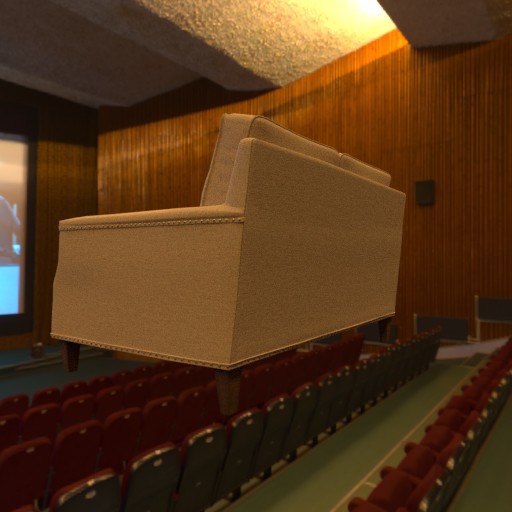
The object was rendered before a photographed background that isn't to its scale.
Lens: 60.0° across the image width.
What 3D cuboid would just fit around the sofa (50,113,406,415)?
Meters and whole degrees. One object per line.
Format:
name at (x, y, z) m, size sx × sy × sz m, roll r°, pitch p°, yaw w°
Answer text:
sofa at (0.000, 0.000, 2.243) m, size 1.084 × 1.003 × 1.597 m, roll 0°, pitch 0°, yaw 36°
